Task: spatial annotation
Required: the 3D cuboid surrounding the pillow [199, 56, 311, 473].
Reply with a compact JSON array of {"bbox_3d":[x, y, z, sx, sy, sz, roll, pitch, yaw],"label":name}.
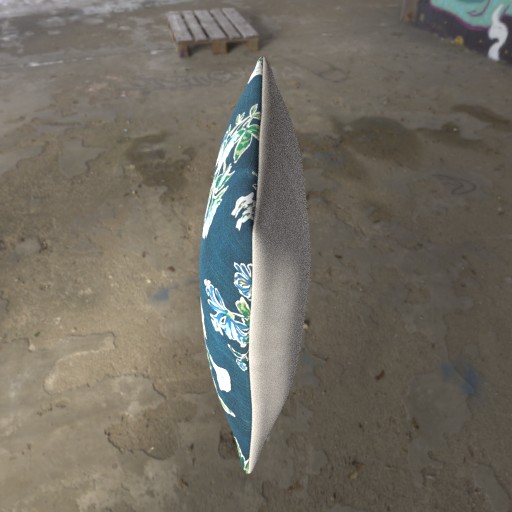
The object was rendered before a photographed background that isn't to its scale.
[{"bbox_3d":[0.000,0.000,0.767,0.166,0.508,0.525,1,41,1],"label":"pillow"}]
